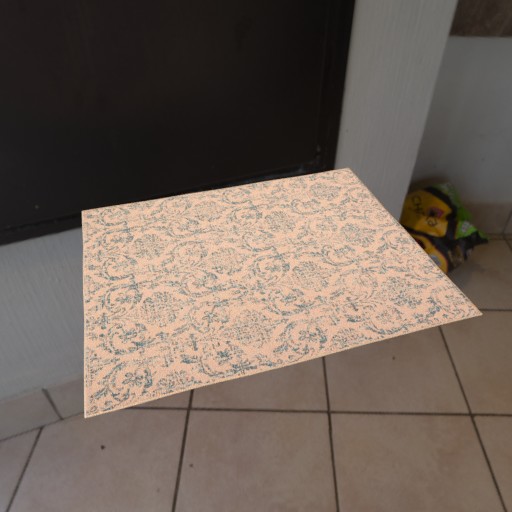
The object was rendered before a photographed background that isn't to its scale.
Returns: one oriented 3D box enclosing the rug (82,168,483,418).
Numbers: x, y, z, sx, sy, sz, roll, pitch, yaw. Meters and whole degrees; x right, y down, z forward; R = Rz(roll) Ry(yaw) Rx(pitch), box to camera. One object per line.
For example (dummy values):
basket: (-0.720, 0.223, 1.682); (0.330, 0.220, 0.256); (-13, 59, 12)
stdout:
rug: (0.000, 0.000, 3.979); (2.980, 0.012, 2.363); (-11, 42, -13)
